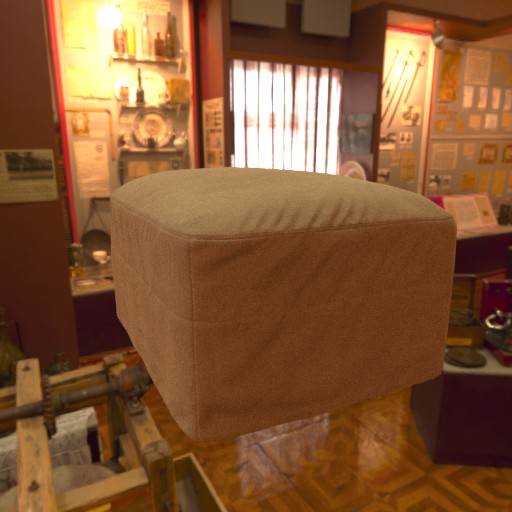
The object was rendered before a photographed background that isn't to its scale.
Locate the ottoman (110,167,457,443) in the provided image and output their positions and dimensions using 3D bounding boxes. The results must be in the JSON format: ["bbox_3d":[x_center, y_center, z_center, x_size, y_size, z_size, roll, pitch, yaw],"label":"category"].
[{"bbox_3d":[0.000,0.000,1.238,0.683,0.481,0.837,-7,16,-26],"label":"ottoman"}]
